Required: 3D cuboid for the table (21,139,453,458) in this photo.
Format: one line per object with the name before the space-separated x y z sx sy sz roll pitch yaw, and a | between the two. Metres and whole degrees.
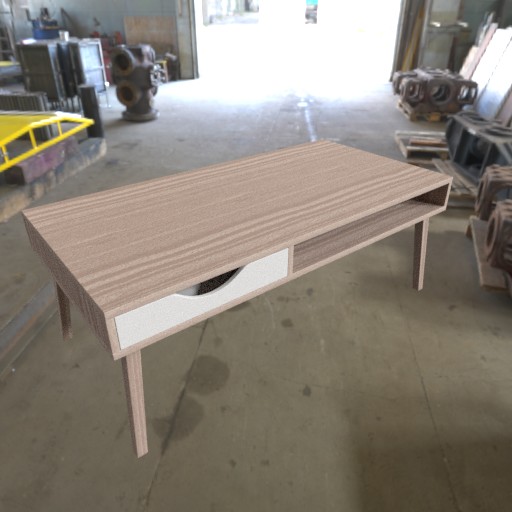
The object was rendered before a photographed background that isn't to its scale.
table | 0.000 0.000 1.466 1.200 0.450 0.600 -21 36 -33
